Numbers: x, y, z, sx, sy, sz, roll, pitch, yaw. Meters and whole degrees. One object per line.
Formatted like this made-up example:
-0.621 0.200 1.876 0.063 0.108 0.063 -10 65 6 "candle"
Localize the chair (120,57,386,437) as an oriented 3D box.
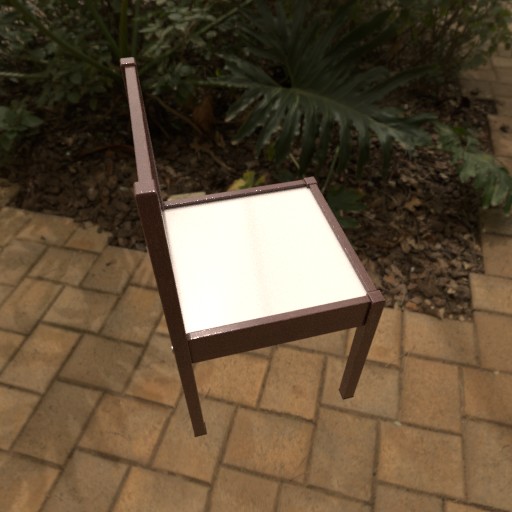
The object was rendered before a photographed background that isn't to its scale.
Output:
0.000 0.000 0.668 0.285 0.505 0.285 -11 47 -10 "chair"
